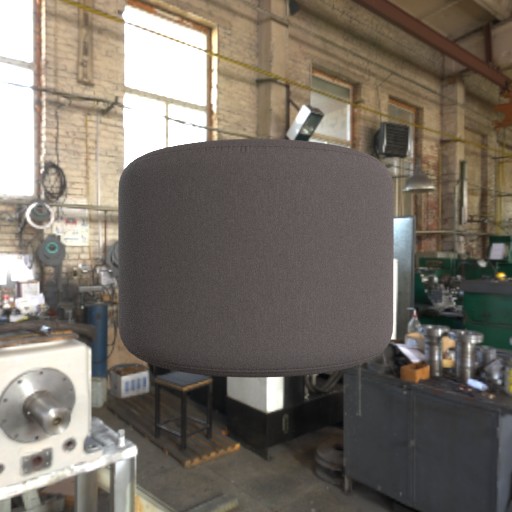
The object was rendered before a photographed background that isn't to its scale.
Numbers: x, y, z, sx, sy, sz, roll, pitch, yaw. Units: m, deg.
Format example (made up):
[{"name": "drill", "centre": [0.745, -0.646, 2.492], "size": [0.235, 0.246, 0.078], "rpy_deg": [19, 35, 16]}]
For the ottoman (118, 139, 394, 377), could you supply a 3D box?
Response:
[{"name": "ottoman", "centre": [0.000, 0.000, 1.025], "size": [0.608, 0.433, 0.608], "rpy_deg": [0, 0, 0]}]
